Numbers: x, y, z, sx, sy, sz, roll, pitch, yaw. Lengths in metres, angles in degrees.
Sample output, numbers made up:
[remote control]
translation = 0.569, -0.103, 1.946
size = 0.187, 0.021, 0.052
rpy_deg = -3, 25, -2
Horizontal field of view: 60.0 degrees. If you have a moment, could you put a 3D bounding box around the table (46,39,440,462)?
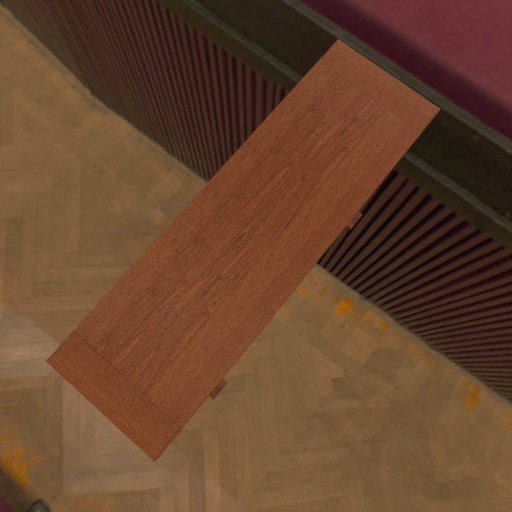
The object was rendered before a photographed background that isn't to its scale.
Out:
[table]
translation = 0.000, 0.000, 1.863
size = 0.461, 0.852, 1.478
rpy_deg = 39, 80, 8
